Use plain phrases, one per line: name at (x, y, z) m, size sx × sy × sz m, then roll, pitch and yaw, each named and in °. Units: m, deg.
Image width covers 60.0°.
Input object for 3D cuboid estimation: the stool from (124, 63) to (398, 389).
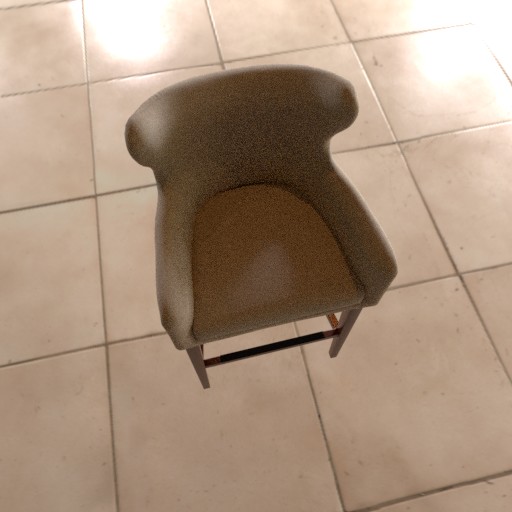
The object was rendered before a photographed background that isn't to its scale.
stool at (0.000, 0.000, 1.390) m, size 0.556 × 1.034 × 0.563 m, roll -12°, pitch 64°, yaw -6°
